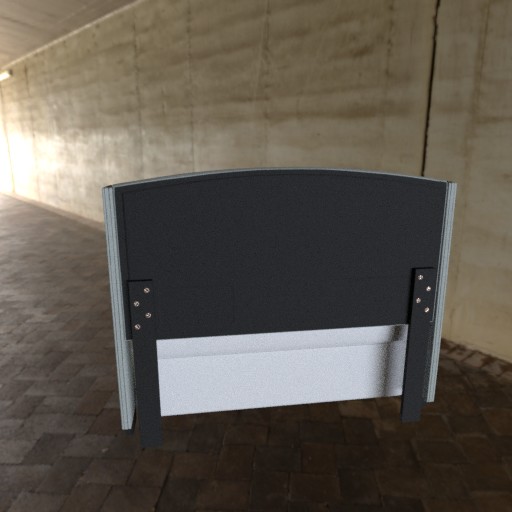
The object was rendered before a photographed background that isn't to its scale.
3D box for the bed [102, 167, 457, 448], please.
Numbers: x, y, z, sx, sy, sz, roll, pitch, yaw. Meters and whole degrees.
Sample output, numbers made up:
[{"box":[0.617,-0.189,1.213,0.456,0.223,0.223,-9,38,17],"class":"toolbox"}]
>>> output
[{"box":[0.000,0.000,3.281,1.710,1.407,2.237,-2,15,-8],"class":"bed"}]
